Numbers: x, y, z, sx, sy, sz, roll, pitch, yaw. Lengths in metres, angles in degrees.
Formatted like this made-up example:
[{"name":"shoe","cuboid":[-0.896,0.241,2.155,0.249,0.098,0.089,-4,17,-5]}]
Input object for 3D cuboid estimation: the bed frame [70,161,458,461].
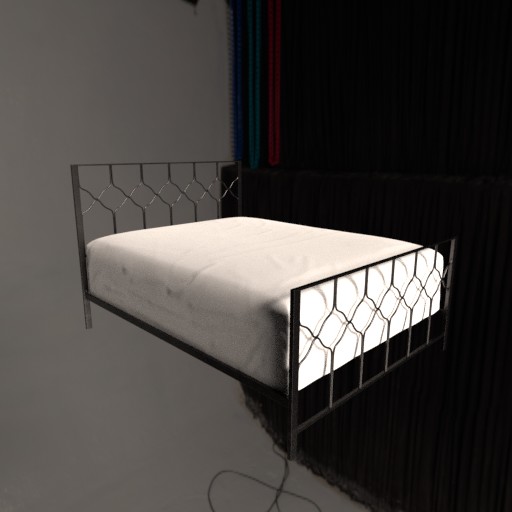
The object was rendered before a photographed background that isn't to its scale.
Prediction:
[{"name":"bed frame","cuboid":[0.000,0.000,3.051,1.597,1.222,2.063,-13,19,-43]}]
